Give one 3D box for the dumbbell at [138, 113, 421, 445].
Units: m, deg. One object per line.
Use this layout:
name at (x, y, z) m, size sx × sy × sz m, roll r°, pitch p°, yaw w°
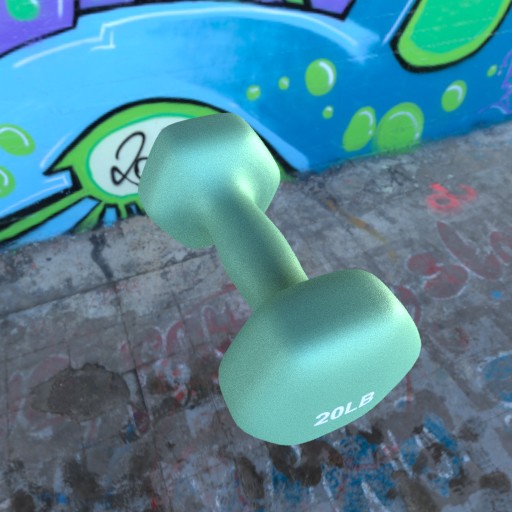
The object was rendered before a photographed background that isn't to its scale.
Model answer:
dumbbell at (0.000, 0.000, 0.334) m, size 0.129 × 0.117 × 0.260 m, roll -17°, pitch 48°, yaw -16°
